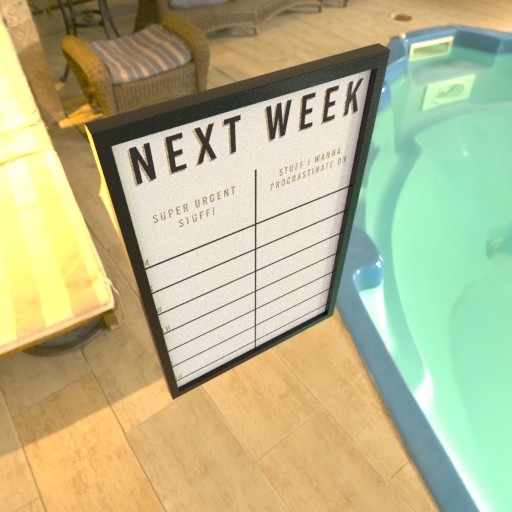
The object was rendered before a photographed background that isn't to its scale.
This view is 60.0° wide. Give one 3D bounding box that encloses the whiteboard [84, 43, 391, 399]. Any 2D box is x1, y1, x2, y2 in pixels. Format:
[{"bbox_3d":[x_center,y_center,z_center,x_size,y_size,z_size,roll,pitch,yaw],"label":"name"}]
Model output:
[{"bbox_3d":[0.000,0.000,0.752,0.406,0.611,0.026,-24,51,-20],"label":"whiteboard"}]
